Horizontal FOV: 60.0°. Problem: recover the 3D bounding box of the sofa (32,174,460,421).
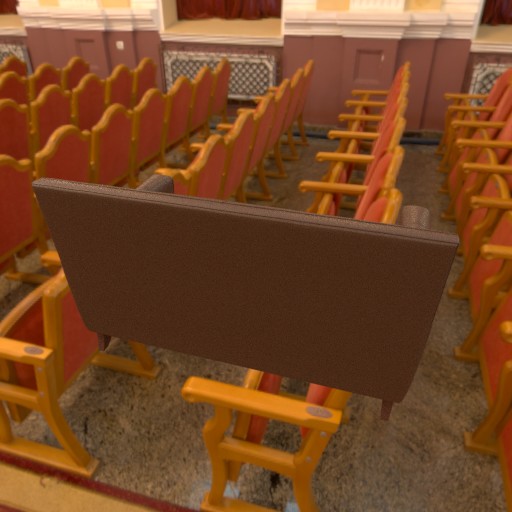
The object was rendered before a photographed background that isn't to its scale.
[{"bbox_3d":[0.000,0.000,1.997,1.468,0.859,0.853,9,33,15],"label":"sofa"}]
